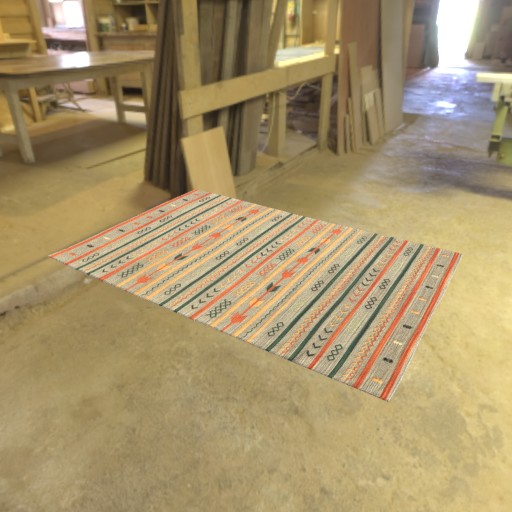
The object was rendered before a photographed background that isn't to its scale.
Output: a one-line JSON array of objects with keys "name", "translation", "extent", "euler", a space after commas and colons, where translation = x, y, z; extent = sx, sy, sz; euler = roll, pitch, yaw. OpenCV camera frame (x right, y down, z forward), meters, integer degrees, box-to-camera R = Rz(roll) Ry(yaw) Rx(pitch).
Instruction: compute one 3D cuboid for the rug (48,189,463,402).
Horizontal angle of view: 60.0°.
[{"name": "rug", "translation": [0.000, 0.000, 2.342], "extent": [1.835, 0.017, 1.220], "euler": [17, 33, 28]}]
